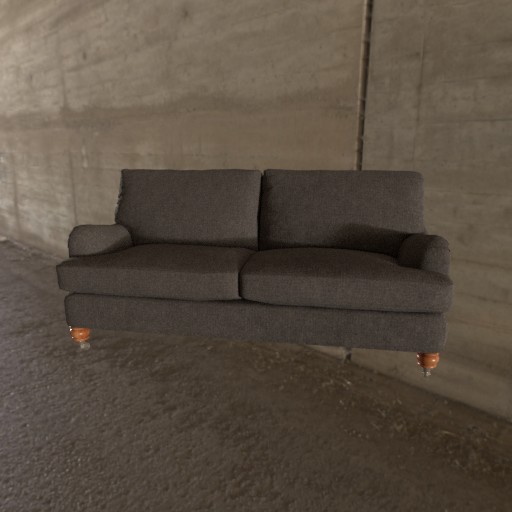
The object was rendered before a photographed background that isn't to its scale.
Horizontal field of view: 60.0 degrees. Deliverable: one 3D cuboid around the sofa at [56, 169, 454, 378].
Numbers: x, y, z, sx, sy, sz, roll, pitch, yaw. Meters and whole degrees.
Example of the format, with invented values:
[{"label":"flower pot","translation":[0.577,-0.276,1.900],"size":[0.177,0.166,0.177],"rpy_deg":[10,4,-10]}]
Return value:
[{"label":"sofa","translation":[0.000,0.000,2.794],"size":[2.160,1.054,1.087],"rpy_deg":[2,14,9]}]
